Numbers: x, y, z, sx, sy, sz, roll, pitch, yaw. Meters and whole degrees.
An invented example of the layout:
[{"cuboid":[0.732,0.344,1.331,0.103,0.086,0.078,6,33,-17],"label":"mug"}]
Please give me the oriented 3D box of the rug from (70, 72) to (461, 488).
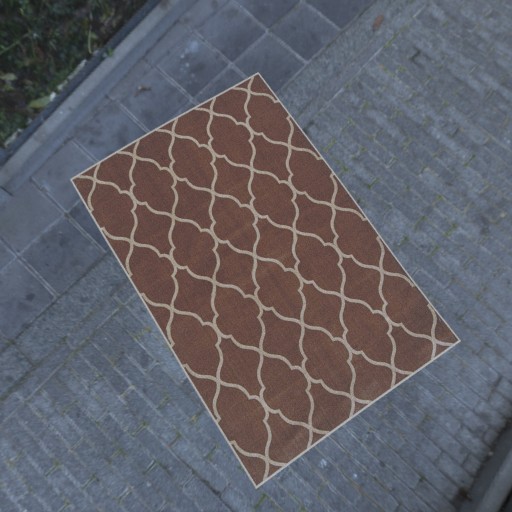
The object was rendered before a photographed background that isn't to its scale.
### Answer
[{"cuboid":[0.000,0.000,2.866,1.528,0.014,2.294,-33,78,-8],"label":"rug"}]
